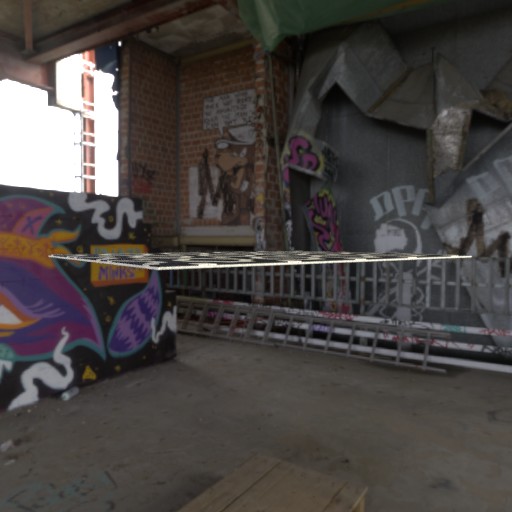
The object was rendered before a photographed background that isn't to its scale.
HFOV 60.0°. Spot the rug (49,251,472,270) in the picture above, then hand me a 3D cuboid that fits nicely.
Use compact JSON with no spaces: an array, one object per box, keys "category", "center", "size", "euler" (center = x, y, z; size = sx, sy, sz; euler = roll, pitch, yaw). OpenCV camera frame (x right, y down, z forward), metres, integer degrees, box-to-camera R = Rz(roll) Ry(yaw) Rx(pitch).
[{"category":"rug","center":[0.000,0.000,4.100],"size":[3.049,0.021,2.466],"euler":[-1,2,-37]}]
